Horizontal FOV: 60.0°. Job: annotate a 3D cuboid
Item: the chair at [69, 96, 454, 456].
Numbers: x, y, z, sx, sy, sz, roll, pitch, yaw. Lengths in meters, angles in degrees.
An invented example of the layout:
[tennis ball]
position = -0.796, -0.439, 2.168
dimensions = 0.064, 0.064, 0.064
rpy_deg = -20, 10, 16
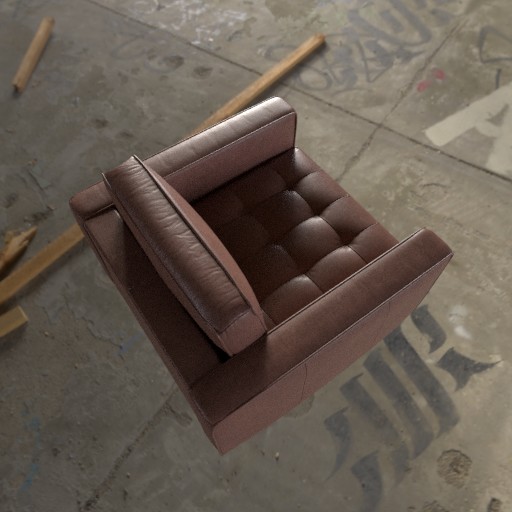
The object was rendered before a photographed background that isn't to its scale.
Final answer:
[chair]
position = 0.000, 0.000, 1.536
dimensions = 0.900, 0.770, 0.920
rpy_deg = -31, 63, -18
